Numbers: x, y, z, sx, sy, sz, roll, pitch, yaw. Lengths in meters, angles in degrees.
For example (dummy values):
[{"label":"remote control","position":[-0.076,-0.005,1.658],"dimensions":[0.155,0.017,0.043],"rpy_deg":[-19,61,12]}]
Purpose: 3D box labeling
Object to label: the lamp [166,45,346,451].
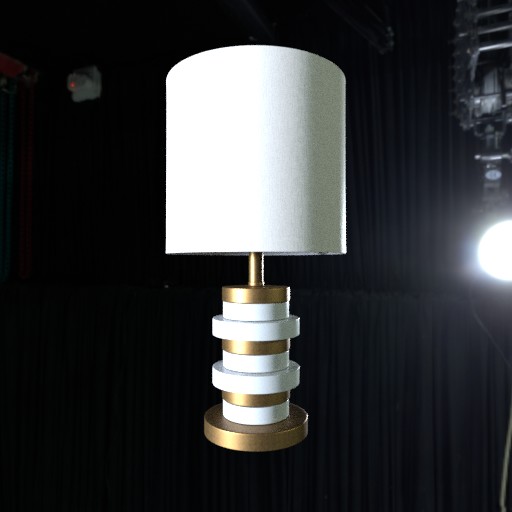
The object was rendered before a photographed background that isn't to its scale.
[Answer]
[{"label":"lamp","position":[0.000,0.000,0.526],"dimensions":[0.210,0.410,0.210],"rpy_deg":[0,-1,18]}]
